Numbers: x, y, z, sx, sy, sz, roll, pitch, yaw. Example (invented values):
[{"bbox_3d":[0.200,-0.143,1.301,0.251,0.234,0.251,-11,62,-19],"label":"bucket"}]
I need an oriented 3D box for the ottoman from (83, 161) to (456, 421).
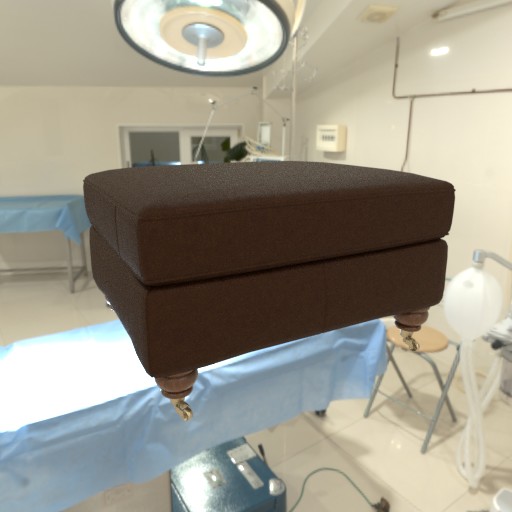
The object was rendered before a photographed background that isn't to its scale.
[{"bbox_3d":[0.000,0.000,1.840,1.187,0.730,0.967,-9,19,-27],"label":"ottoman"}]
